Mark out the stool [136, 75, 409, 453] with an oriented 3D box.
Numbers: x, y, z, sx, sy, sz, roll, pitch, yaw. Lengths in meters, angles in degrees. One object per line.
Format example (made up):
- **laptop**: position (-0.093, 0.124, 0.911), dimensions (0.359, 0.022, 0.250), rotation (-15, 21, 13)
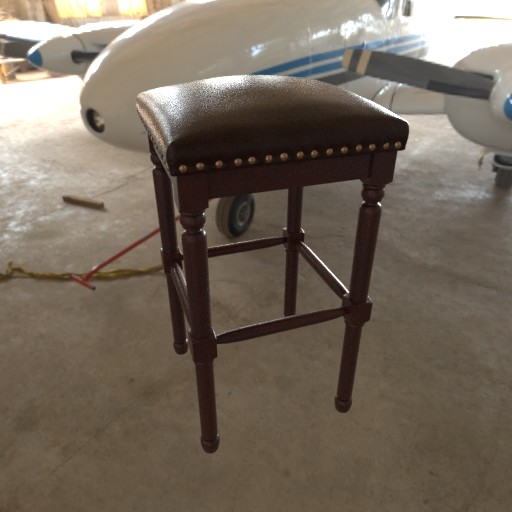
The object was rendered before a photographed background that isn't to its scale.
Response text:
- **stool**: position (0.000, 0.000, 0.936), dimensions (0.382, 0.702, 0.383), rotation (-10, 32, -17)
